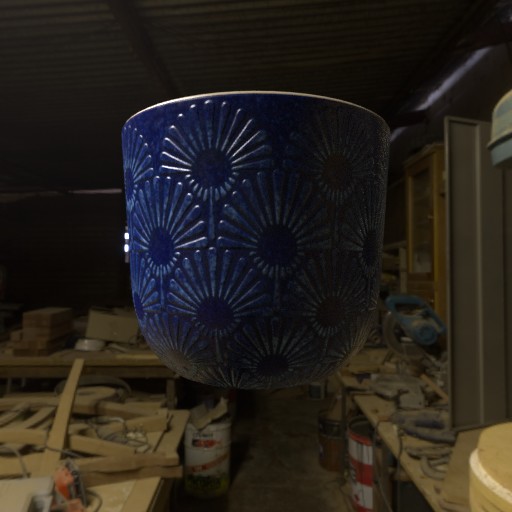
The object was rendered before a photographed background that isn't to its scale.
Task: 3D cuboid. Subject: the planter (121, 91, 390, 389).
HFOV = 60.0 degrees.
[{"bbox_3d":[0.000,0.000,0.291,0.170,0.153,0.170,0,-1,0],"label":"planter"}]
